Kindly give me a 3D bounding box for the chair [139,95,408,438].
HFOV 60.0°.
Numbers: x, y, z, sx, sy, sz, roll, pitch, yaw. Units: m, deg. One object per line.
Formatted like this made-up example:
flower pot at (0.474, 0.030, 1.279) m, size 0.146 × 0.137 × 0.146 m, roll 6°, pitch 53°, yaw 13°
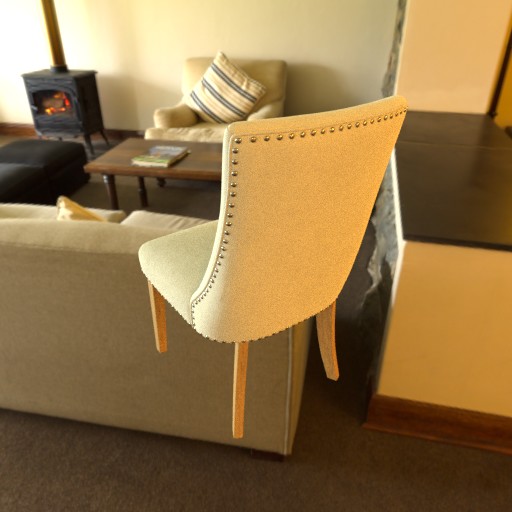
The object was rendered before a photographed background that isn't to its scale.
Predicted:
chair at (0.000, 0.000, 1.264) m, size 0.495 × 0.902 × 0.610 m, roll -20°, pitch 35°, yaw -30°
